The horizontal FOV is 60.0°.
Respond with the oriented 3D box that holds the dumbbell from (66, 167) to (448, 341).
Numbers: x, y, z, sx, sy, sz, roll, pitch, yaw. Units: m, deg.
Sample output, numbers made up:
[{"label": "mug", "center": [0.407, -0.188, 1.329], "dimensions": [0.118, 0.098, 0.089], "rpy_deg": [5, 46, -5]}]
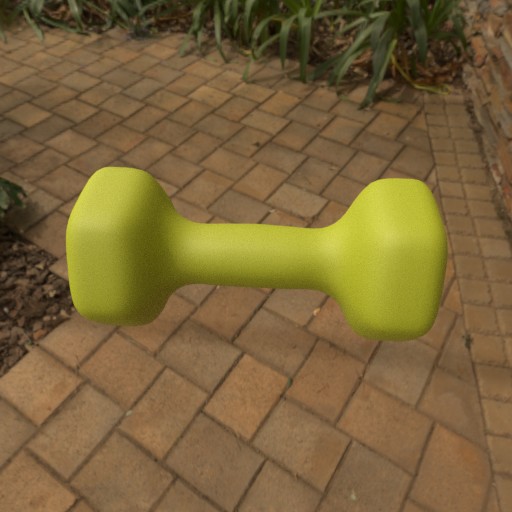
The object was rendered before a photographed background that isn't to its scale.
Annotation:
[{"label": "dumbbell", "center": [0.000, 0.000, 0.211], "dimensions": [0.164, 0.072, 0.080], "rpy_deg": [3, 47, 3]}]
